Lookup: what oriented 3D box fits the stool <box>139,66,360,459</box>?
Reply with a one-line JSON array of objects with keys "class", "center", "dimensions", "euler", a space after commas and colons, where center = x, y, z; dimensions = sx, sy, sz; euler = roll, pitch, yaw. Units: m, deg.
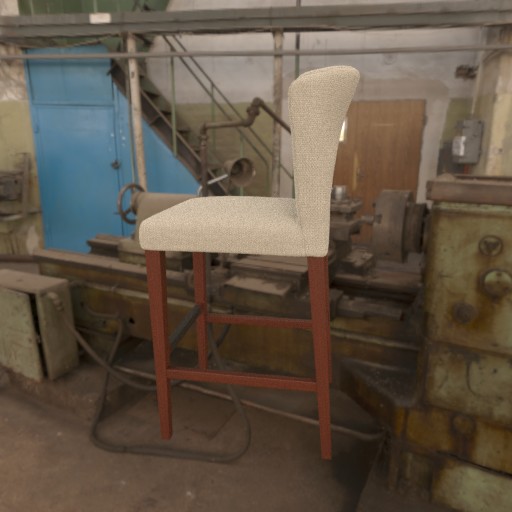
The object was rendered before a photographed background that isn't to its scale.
[{"class": "stool", "center": [0.000, 0.000, 1.379], "dimensions": [0.568, 1.069, 0.481], "euler": [3, 15, 9]}]
